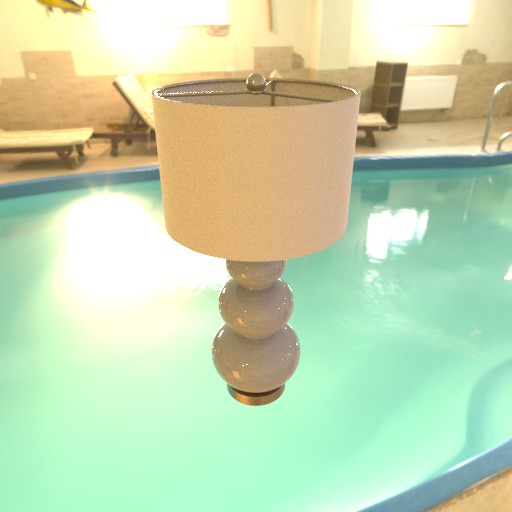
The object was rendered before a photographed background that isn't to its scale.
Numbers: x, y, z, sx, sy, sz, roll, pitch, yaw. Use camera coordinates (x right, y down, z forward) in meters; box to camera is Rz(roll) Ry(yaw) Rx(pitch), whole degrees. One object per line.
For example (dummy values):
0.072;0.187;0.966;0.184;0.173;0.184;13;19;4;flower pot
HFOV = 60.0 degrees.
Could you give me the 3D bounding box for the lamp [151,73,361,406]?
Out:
0.000;0.000;0.952;0.367;0.730;0.367;-19;33;-32;lamp
